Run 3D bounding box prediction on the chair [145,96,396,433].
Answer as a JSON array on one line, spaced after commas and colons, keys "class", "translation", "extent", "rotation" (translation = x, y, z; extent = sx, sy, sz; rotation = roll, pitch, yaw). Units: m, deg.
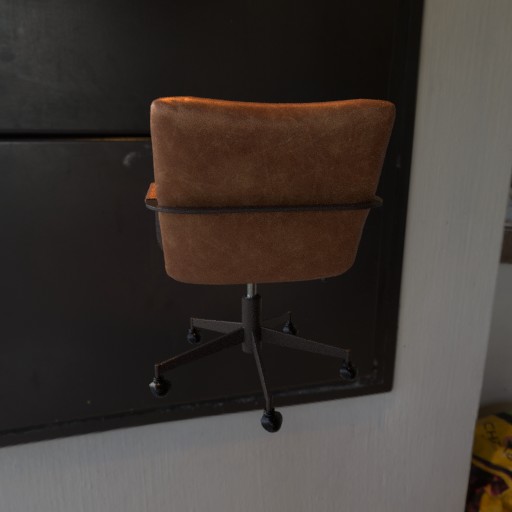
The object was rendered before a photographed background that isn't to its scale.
[{"class": "chair", "translation": [0.000, 0.000, 1.455], "extent": [0.727, 0.922, 0.754], "rotation": [-2, 15, -9]}]
